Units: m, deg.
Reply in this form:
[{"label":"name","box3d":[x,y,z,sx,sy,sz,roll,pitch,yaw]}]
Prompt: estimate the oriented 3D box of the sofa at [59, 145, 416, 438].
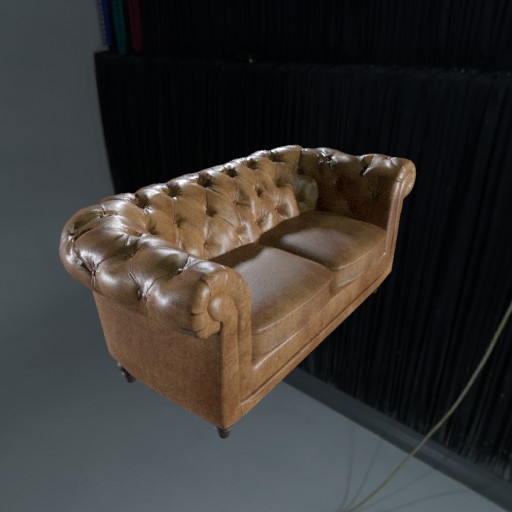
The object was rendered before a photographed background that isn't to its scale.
[{"label":"sofa","box3d":[0.000,0.000,2.447,1.042,0.877,1.979,19,32,33]}]
